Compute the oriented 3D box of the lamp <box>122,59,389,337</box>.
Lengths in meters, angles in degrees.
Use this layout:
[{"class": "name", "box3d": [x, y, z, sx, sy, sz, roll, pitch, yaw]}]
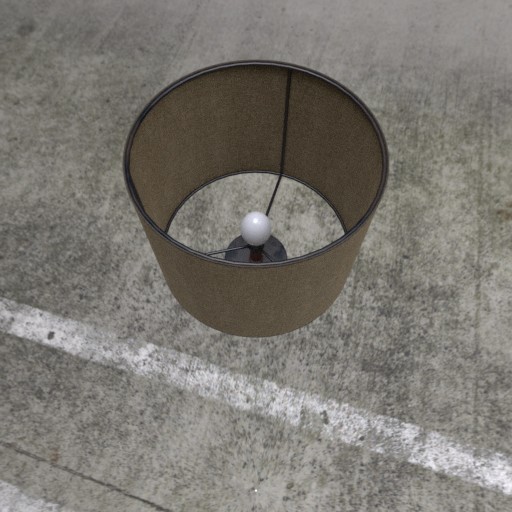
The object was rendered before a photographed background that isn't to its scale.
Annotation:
[{"class": "lamp", "box3d": [0.000, 0.000, 0.492, 0.202, 0.350, 0.202, 0, 62, 0]}]
